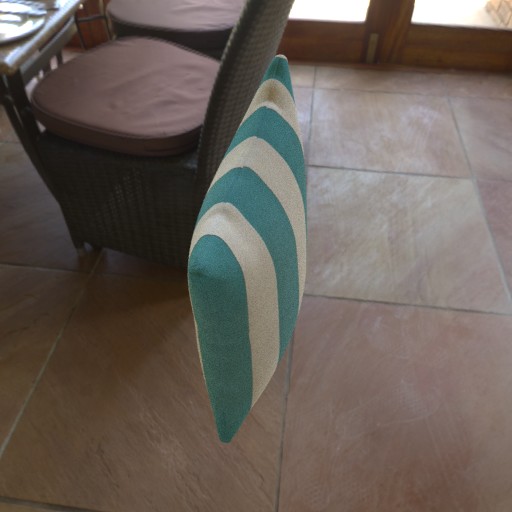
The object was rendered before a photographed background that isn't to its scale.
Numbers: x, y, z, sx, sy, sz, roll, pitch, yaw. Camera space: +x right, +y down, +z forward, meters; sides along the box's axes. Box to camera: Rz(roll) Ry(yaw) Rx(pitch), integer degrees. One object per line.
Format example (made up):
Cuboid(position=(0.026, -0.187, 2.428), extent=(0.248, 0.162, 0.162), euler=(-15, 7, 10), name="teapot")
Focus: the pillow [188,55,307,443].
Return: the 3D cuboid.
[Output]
Cuboid(position=(0.000, 0.000, 0.816), extent=(0.189, 0.526, 0.536), euler=(8, 48, 7), name="pillow")
